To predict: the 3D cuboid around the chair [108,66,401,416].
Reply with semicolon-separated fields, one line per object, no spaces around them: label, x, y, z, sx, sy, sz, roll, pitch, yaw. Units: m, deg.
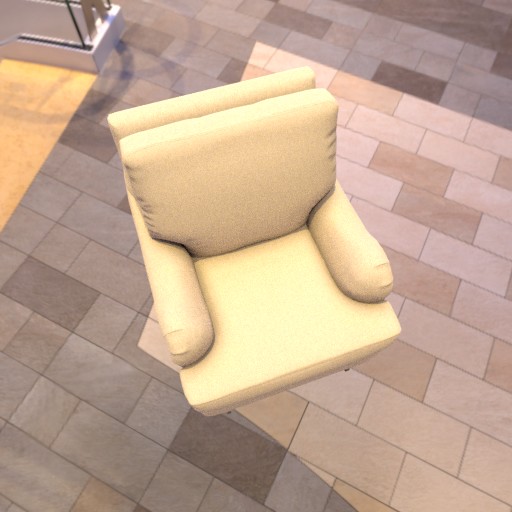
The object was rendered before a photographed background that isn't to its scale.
chair;0.000;0.000;1.891;0.895;1.076;1.078;-17;64;-9
